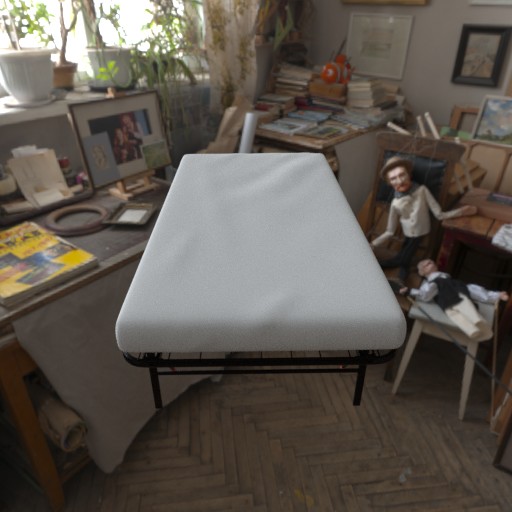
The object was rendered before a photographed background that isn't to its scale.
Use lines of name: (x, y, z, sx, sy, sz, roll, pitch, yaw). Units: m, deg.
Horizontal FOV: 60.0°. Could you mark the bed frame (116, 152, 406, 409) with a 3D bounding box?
bed frame: (0.000, 0.000, 2.399, 0.989, 0.619, 1.903, -1, 30, -1)
